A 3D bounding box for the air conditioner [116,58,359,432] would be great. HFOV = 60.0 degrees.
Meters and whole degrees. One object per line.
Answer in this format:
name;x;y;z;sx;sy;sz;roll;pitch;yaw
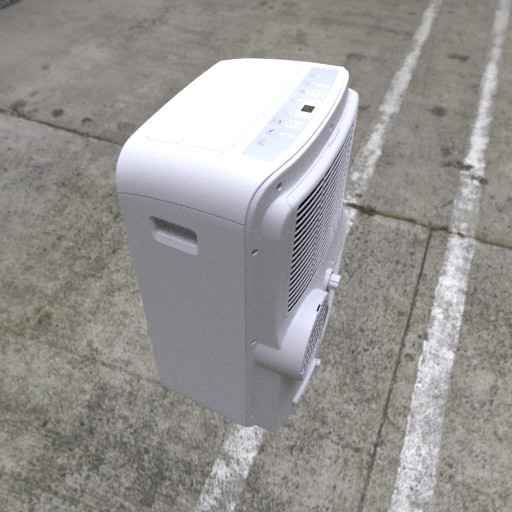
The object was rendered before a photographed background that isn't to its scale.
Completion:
air conditioner;0.000;0.000;0.935;0.365;0.700;0.454;17;48;16
